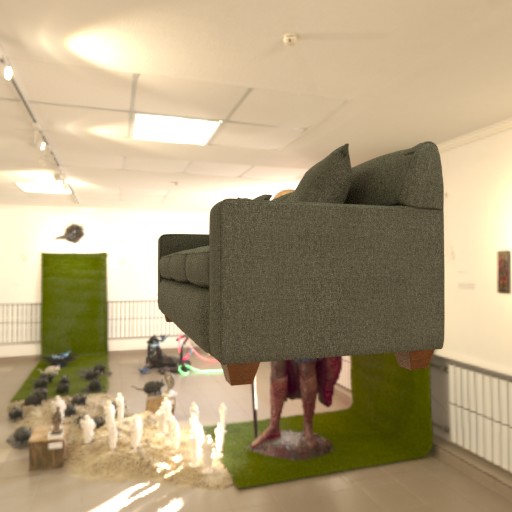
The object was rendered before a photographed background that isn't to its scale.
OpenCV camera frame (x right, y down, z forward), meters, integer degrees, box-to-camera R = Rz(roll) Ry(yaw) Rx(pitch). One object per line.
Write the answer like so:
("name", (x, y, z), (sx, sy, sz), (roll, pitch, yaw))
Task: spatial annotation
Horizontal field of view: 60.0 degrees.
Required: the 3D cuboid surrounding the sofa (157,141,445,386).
("sofa", (0.000, 0.000, 2.600), (0.997, 0.958, 2.024), (0, -1, -18))
